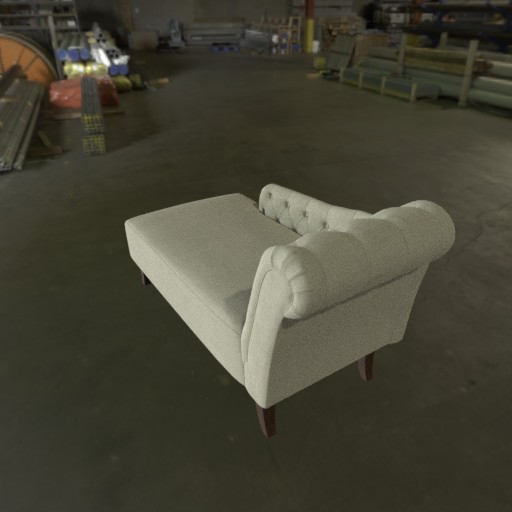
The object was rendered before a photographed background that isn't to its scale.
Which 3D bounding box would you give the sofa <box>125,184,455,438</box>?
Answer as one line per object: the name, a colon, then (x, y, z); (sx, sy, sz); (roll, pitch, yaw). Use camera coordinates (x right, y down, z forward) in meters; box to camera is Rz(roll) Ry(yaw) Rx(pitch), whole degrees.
sofa: (0.000, 0.000, 1.850); (0.675, 0.787, 1.379); (-18, 34, -29)
